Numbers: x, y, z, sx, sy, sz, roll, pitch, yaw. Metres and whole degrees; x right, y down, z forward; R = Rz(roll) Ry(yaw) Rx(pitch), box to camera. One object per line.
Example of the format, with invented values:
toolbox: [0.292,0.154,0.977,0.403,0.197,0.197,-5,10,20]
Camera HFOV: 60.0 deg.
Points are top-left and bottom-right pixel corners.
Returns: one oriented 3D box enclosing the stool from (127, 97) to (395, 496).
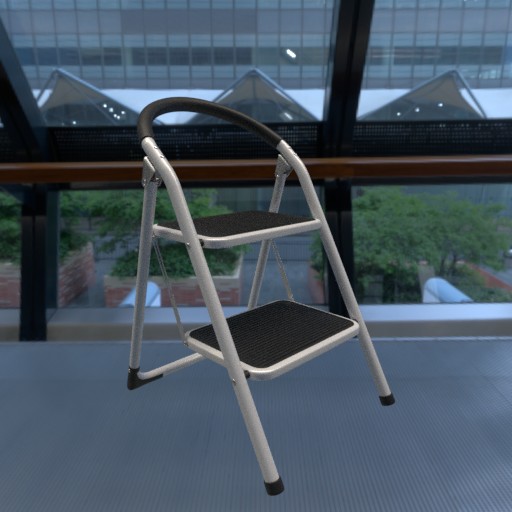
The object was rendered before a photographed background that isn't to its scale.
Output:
stool: [0.000,0.000,1.066,0.453,0.760,0.559,-13,19,-43]
